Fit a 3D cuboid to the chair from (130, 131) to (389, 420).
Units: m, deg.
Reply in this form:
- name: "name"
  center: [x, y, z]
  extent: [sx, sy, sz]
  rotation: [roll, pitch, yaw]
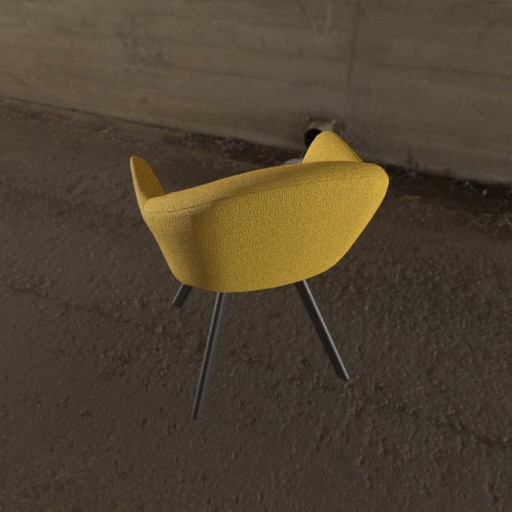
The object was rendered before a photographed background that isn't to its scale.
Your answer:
- name: "chair"
  center: [0.000, 0.000, 1.165]
  extent: [0.545, 0.775, 0.565]
  rotation: [-11, 42, -12]
